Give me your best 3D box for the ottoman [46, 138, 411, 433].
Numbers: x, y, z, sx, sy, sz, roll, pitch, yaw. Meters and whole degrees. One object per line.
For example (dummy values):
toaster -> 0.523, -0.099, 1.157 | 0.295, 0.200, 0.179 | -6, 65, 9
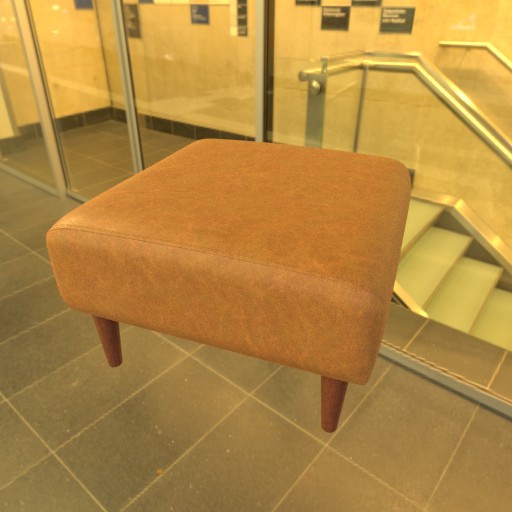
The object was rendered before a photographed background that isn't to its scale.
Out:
ottoman -> 0.000, 0.000, 1.069 | 0.650, 0.399, 0.650 | 11, 32, 18
